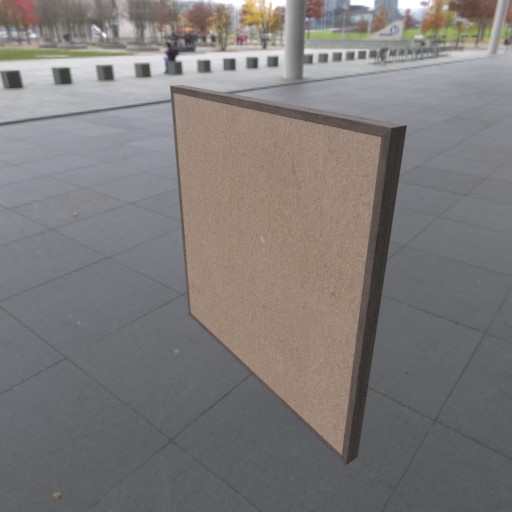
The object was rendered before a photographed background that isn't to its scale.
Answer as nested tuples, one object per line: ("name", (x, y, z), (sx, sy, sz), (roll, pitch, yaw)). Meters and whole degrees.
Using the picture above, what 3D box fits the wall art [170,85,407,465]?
("wall art", (0.000, 0.000, 1.139), (0.038, 0.762, 0.762), (-18, 32, -32))
